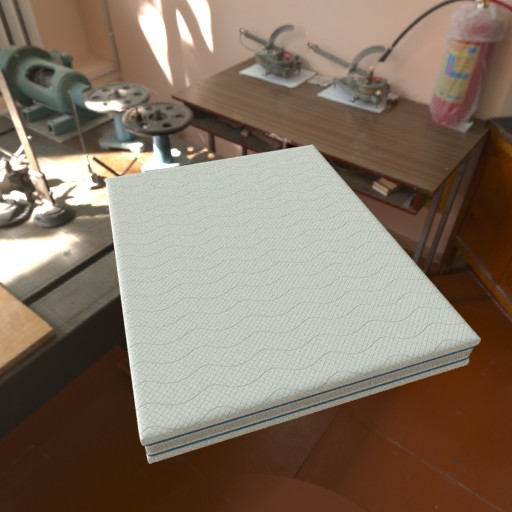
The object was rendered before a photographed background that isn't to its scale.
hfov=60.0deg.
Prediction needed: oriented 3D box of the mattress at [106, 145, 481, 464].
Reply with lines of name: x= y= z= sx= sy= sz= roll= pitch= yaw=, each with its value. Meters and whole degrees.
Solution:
mattress: x=0.000 y=0.000 z=2.686 sx=1.600 sy=0.230 sz=2.000 roll=-12 pitch=44 yaw=-13
